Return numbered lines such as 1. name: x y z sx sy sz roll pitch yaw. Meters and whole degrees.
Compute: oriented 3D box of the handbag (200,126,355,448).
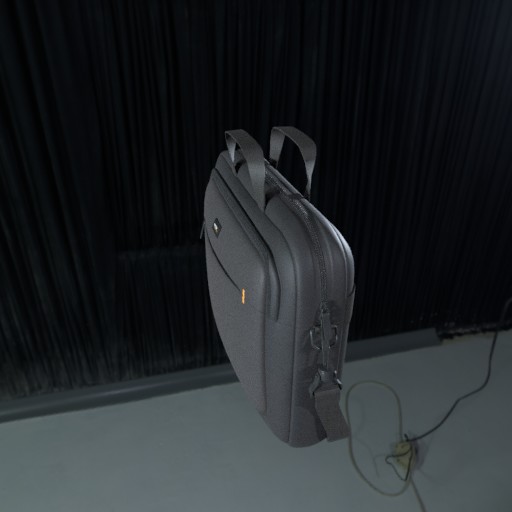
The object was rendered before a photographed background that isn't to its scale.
1. handbag: 0.000 0.000 0.597 0.126 0.330 0.429 -8 31 -14
